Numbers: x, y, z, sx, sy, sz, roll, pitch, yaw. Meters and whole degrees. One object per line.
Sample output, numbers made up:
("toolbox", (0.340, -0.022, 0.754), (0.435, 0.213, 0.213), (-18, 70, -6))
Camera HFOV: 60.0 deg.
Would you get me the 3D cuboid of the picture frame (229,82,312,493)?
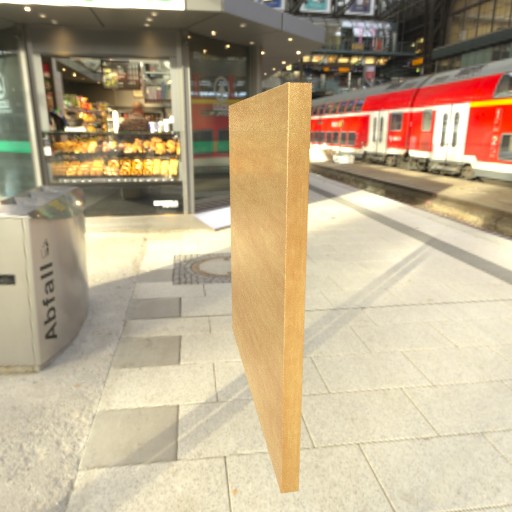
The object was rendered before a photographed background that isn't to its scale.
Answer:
("picture frame", (0.000, 0.000, 1.132), (0.037, 0.761, 0.758), (-3, 16, -10))
